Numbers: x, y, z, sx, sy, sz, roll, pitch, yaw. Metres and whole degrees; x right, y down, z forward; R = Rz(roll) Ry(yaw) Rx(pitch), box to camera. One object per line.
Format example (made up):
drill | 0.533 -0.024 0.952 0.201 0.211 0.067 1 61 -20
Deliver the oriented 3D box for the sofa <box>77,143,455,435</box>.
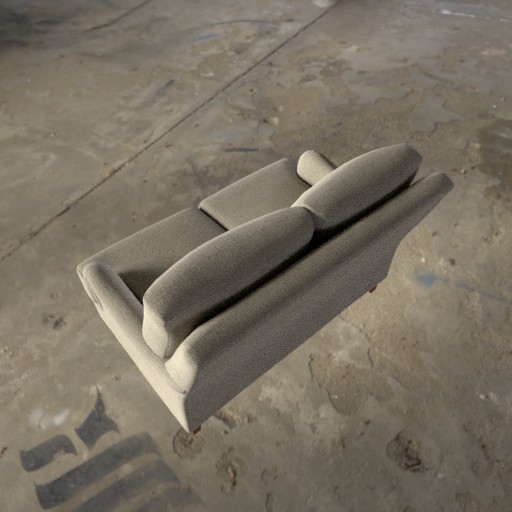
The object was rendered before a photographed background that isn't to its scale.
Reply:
sofa | 0.000 0.000 2.203 1.480 0.999 1.087 -32 54 -27
